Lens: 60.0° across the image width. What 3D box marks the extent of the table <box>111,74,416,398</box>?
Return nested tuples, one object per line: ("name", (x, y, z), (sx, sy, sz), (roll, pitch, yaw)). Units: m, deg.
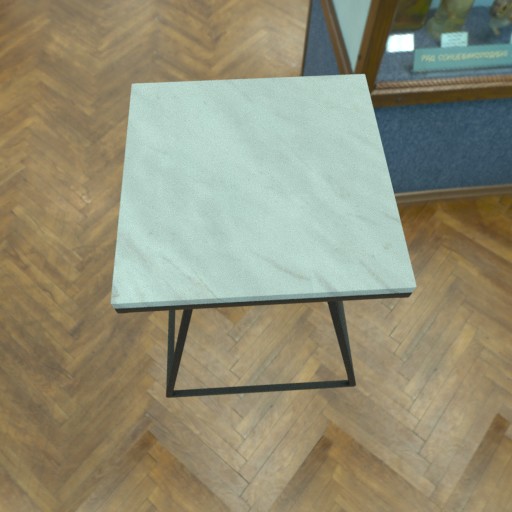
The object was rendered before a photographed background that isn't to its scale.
("table", (0.000, 0.000, 0.924), (0.455, 0.559, 0.455), (-3, 63, -2))
